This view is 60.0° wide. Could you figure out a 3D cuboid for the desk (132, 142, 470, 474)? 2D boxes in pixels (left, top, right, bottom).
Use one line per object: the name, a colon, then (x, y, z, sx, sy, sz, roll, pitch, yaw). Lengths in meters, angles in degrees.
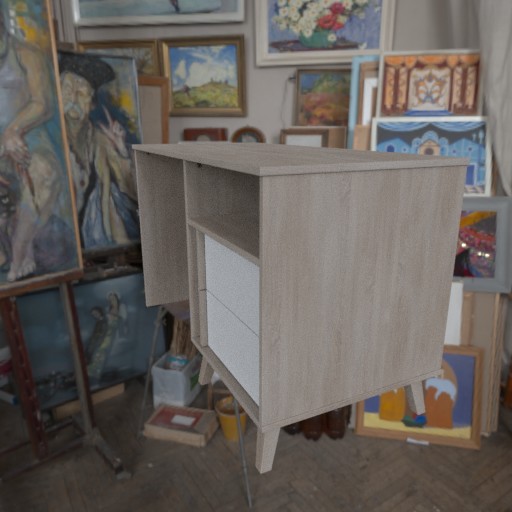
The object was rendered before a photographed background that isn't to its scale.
desk: (0.000, 0.000, 1.645, 0.600, 0.770, 1.251, -8, 18, -25)
